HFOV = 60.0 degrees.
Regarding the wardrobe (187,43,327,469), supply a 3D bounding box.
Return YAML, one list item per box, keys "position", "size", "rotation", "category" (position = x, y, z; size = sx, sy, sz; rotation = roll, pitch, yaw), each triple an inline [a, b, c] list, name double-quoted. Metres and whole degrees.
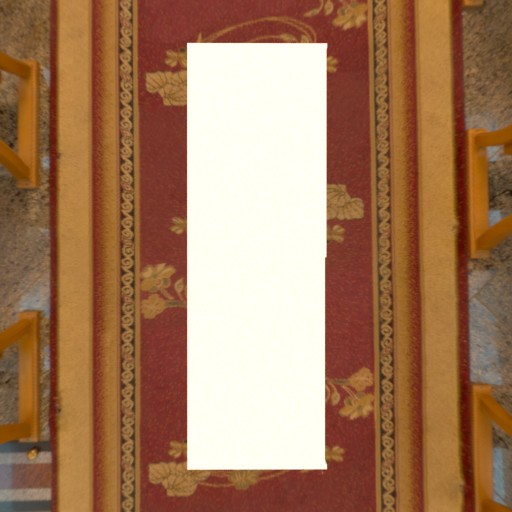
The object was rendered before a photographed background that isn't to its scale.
- position: [0.000, 0.000, 2.914]
  size: [0.600, 2.020, 1.830]
  rotation: [0, 90, 0]
  category: "wardrobe"
